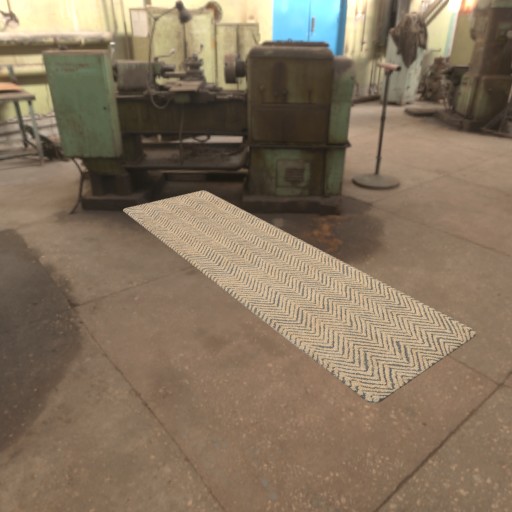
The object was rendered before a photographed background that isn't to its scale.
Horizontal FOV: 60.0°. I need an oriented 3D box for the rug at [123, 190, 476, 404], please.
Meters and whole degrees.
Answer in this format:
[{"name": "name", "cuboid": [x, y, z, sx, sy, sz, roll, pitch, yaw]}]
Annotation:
[{"name": "rug", "cuboid": [0.000, 0.000, 2.534, 0.686, 0.008, 2.286, -19, 33, -32]}]
